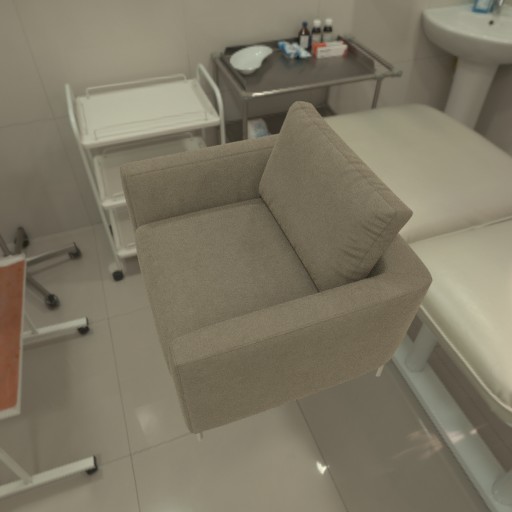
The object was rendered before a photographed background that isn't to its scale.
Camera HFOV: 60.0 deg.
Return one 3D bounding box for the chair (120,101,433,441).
[{"bbox_3d":[0.000,0.000,1.757,0.889,0.864,1.041,-15,47,-14],"label":"chair"}]
